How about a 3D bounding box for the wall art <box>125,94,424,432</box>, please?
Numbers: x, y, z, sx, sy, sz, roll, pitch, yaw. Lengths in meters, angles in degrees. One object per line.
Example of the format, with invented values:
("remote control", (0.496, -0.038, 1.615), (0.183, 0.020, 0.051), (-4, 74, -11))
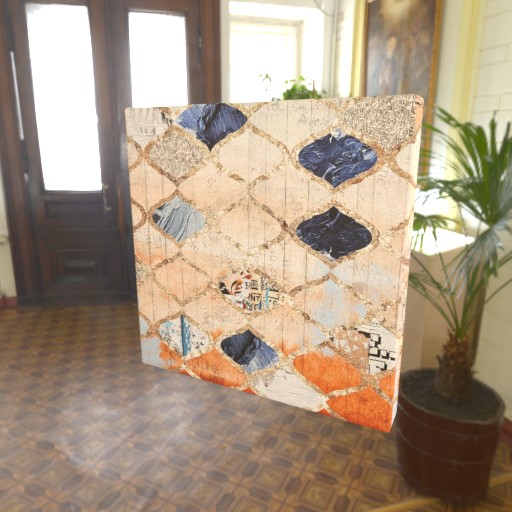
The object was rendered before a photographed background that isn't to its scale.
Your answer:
("wall art", (0.000, 0.000, 0.465), (0.303, 0.304, 0.036), (7, 16, 27))
